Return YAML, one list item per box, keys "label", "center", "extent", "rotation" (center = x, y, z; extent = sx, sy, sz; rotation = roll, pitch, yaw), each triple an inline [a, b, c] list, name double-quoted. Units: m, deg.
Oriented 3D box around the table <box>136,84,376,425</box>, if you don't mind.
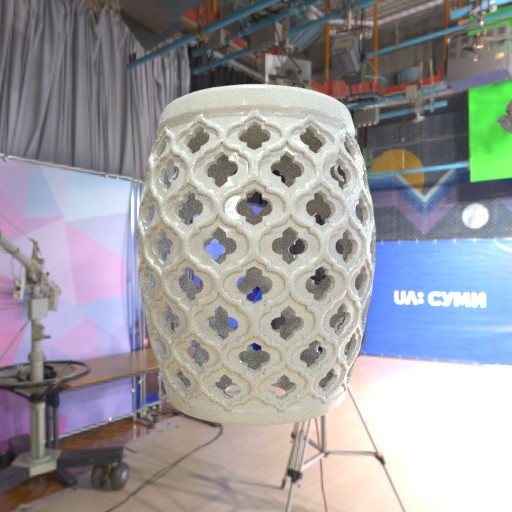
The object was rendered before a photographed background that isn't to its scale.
- label: "table"
  center: [0.000, 0.000, 0.622]
  extent: [0.325, 0.388, 0.325]
  rotation: [0, 0, 0]
